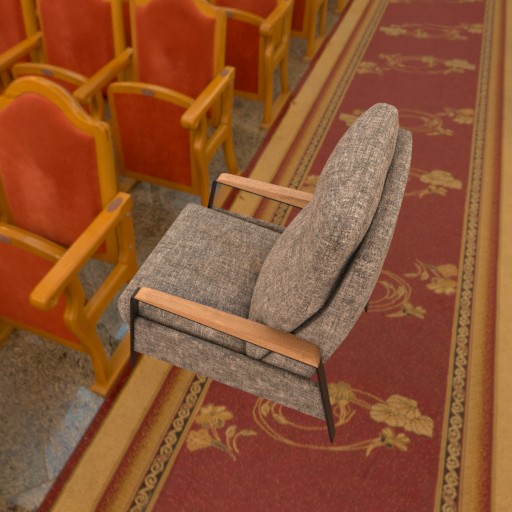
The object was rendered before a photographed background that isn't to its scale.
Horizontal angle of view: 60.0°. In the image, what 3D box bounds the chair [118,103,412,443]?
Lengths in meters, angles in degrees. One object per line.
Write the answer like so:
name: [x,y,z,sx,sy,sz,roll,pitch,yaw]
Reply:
chair: [0.000,0.000,1.570,0.868,1.042,0.671,16,50,14]
